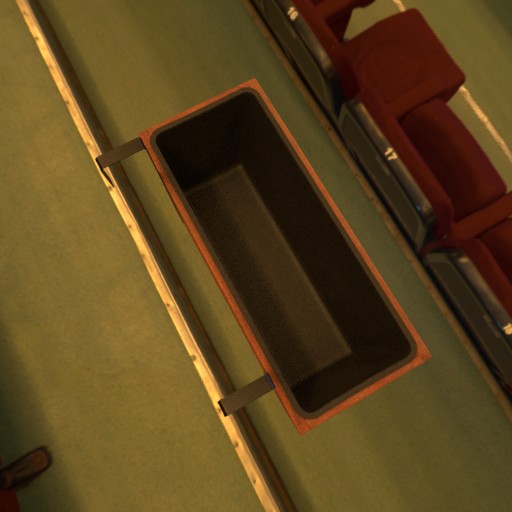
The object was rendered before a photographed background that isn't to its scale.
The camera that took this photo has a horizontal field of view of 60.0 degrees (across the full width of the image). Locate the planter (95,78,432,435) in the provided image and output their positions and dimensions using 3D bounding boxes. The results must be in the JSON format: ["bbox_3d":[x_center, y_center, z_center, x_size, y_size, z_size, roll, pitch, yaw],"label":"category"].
[{"bbox_3d":[0.000,0.000,0.655,0.262,0.289,0.480,-28,77,-7],"label":"planter"}]
